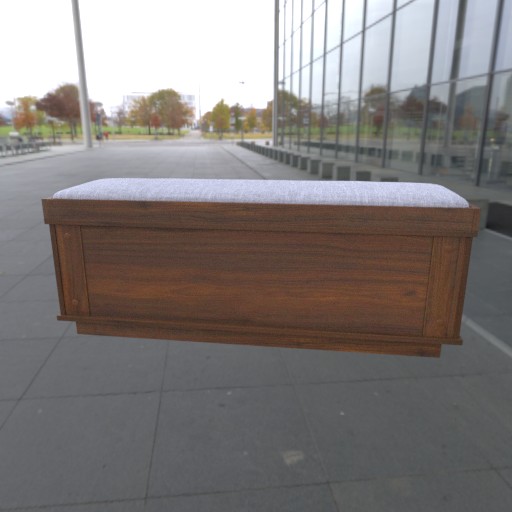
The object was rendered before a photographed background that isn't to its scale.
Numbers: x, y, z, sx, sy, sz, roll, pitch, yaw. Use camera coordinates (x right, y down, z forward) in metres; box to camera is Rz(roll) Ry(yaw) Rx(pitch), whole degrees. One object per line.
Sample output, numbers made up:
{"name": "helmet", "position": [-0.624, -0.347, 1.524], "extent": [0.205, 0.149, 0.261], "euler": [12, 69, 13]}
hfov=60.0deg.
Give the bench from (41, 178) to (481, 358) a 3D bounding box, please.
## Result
{"name": "bench", "position": [0.000, 0.000, 1.424], "extent": [1.196, 0.468, 0.367], "euler": [2, 16, 8]}
